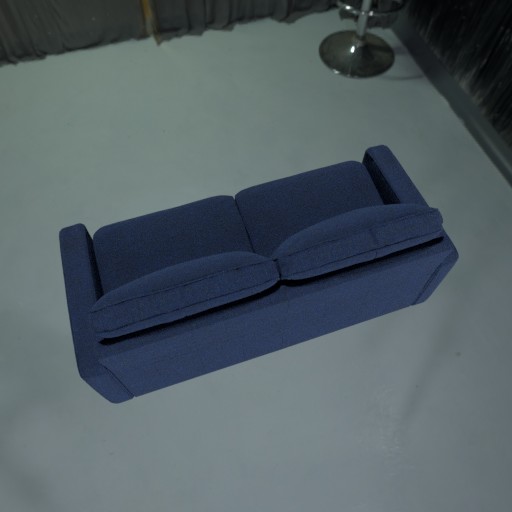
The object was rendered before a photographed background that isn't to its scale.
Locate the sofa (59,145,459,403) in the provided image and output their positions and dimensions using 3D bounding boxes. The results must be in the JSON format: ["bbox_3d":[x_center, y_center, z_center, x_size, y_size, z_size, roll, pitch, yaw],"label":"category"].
[{"bbox_3d":[0.000,0.000,2.575,2.080,0.919,0.940,-16,61,-9],"label":"sofa"}]
